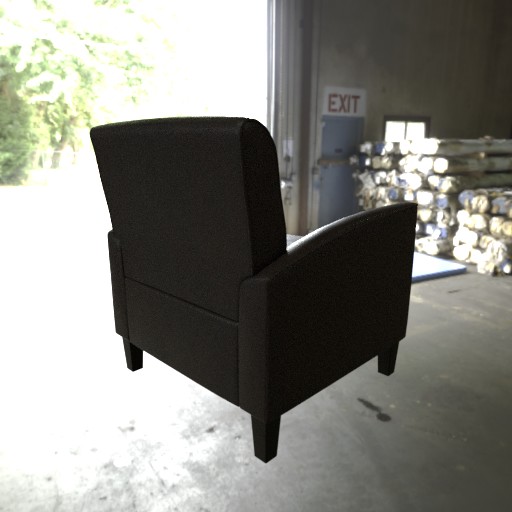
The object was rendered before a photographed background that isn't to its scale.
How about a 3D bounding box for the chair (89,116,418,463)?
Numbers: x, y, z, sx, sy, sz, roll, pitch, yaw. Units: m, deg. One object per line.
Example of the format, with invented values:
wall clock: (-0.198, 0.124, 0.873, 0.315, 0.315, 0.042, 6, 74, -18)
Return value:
chair: (0.000, 0.000, 1.582, 0.819, 0.916, 0.820, -14, 20, -43)
